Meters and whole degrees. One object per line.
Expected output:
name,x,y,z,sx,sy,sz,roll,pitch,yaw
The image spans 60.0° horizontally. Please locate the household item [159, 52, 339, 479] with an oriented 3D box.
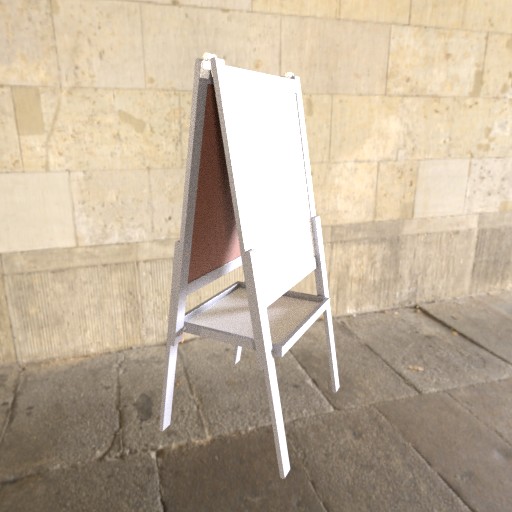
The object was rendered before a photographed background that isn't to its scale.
household item,0.000,0.000,1.469,0.469,1.172,0.531,9,19,26
